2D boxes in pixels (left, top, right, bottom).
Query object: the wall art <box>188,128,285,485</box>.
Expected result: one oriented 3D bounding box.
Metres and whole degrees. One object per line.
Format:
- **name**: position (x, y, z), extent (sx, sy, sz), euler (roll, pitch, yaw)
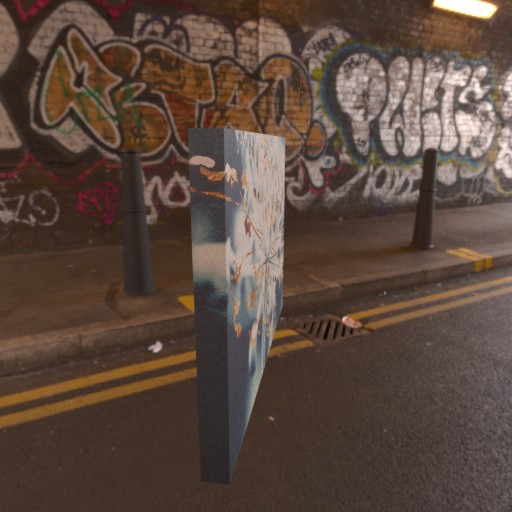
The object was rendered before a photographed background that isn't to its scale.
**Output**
- **wall art**: position (0.000, 0.000, 0.767), extent (0.036, 0.405, 0.607), euler (2, 14, 9)
